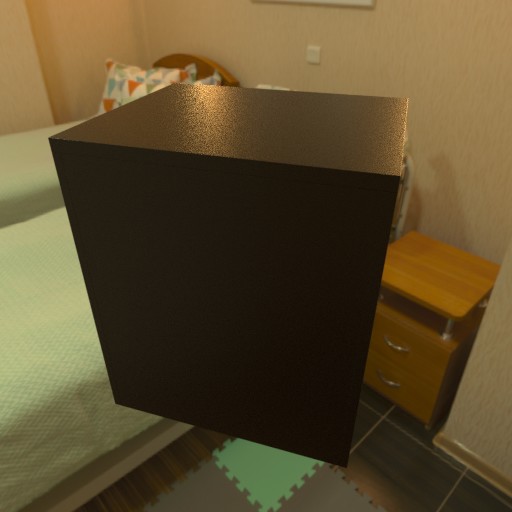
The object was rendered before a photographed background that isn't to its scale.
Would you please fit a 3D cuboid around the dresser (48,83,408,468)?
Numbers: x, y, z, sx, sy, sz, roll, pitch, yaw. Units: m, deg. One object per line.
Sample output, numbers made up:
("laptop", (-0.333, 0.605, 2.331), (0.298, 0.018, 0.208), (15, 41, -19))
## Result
("dresser", (0.000, 0.000, 0.741), (0.400, 0.470, 0.360), (9, 33, 15))
